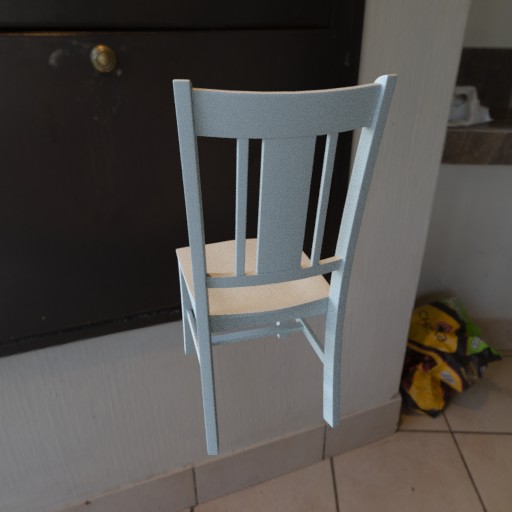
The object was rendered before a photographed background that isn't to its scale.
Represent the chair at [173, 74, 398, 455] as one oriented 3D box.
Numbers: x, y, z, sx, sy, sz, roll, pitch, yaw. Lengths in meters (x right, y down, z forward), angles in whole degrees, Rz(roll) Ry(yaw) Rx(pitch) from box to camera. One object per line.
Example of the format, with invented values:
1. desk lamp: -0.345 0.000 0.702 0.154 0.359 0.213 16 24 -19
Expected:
1. chair: 0.000 0.000 1.276 0.450 0.998 0.555 -7 27 -14
